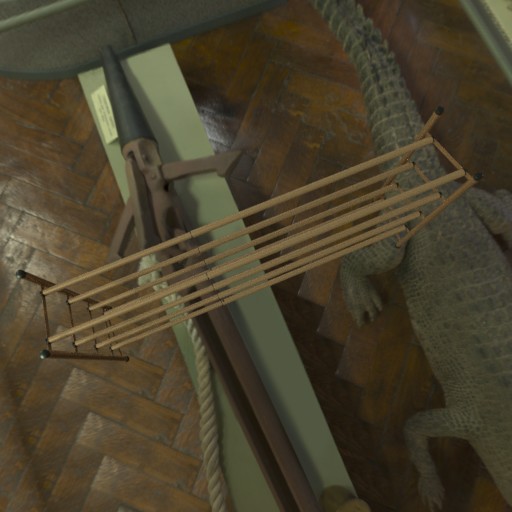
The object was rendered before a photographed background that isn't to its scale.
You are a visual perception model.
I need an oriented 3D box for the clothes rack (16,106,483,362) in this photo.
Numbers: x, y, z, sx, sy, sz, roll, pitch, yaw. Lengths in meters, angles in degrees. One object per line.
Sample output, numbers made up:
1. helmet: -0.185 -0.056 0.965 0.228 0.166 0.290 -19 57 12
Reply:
1. clothes rack: 0.000 0.000 1.420 1.168 0.672 0.229 -22 77 -5
